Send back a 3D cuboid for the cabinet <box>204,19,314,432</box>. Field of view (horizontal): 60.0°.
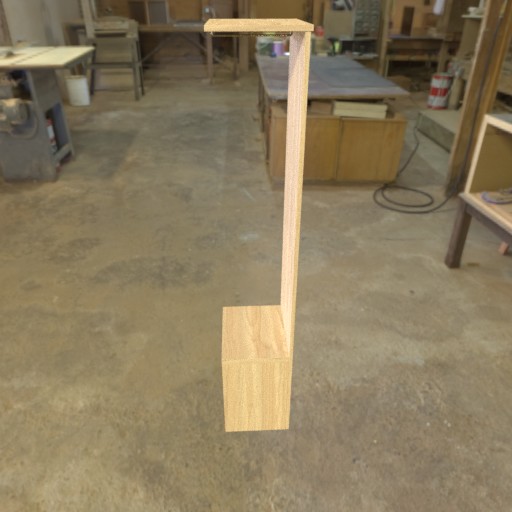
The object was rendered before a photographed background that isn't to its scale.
[{"bbox_3d":[0.000,0.000,2.007,0.338,1.879,0.411,-1,30,-2],"label":"cabinet"}]
